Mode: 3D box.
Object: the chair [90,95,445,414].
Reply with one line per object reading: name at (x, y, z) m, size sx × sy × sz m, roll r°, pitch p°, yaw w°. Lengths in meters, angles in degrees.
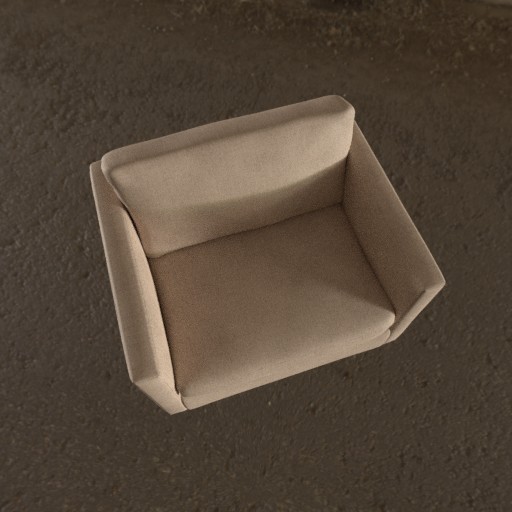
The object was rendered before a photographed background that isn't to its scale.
chair at (0.000, 0.000, 1.889) m, size 1.133 × 0.961 × 0.959 m, roll -16°, pitch 64°, yaw -8°
